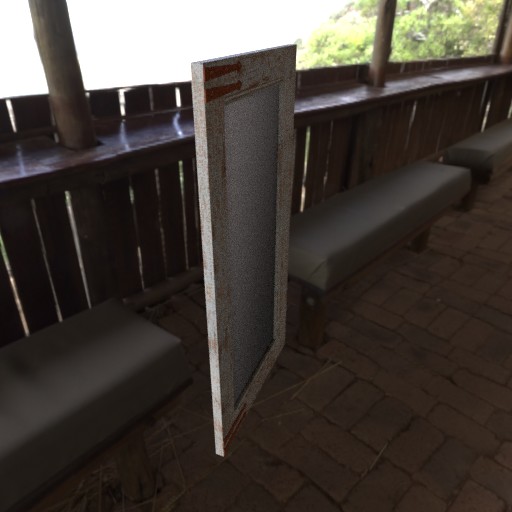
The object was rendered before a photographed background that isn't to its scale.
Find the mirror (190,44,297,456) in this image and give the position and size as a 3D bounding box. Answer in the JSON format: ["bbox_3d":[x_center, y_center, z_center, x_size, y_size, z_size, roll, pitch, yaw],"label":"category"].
[{"bbox_3d":[0.000,0.000,1.098,0.027,0.922,0.472,11,31,20],"label":"mirror"}]
